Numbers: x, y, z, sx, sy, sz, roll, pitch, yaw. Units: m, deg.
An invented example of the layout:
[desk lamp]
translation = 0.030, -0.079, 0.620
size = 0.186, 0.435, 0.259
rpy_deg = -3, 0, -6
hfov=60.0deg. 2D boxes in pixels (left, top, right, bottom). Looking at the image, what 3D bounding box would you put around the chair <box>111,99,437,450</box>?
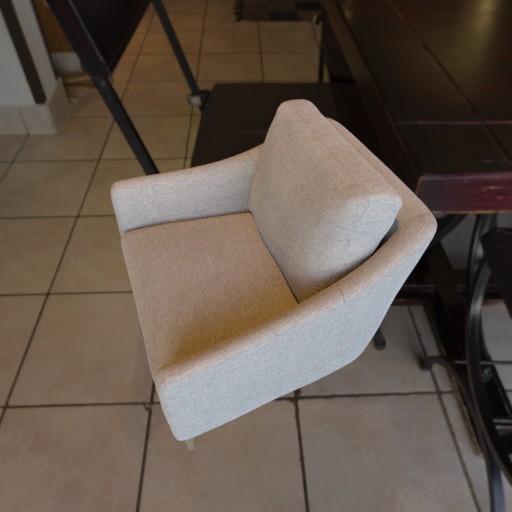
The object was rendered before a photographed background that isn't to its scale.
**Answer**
[chair]
translation = 0.000, 0.000, 1.707
size = 0.961, 0.902, 0.986
rpy_deg = -15, 47, -14
